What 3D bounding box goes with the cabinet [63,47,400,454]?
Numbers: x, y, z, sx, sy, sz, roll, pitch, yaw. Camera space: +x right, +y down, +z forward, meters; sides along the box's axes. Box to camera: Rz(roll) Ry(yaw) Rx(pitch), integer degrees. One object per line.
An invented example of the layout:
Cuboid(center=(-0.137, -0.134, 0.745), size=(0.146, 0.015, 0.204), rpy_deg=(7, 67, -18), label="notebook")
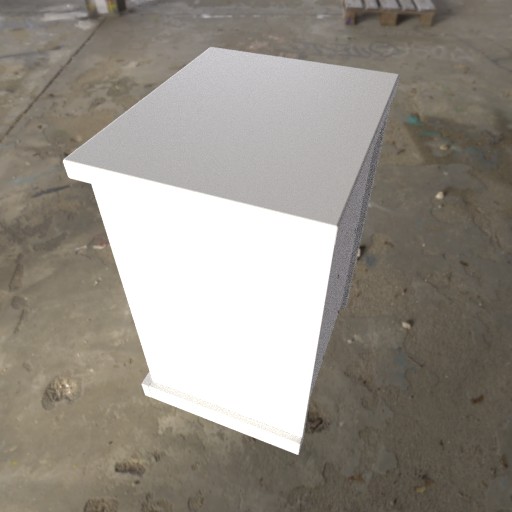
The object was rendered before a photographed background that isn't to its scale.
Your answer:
Cuboid(center=(0.000, 0.000, 1.042), size=(0.431, 0.723, 0.520), rpy_deg=(15, 46, 15), label="cabinet")
